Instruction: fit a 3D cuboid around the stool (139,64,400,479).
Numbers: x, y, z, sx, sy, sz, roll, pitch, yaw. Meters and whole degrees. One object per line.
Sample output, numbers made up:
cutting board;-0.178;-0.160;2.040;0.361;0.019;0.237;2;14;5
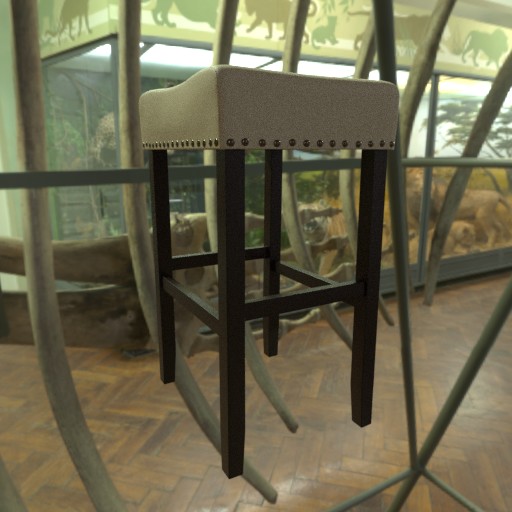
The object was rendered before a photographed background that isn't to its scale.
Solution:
stool;0.000;0.000;1.056;0.401;0.762;0.471;-7;15;-29
